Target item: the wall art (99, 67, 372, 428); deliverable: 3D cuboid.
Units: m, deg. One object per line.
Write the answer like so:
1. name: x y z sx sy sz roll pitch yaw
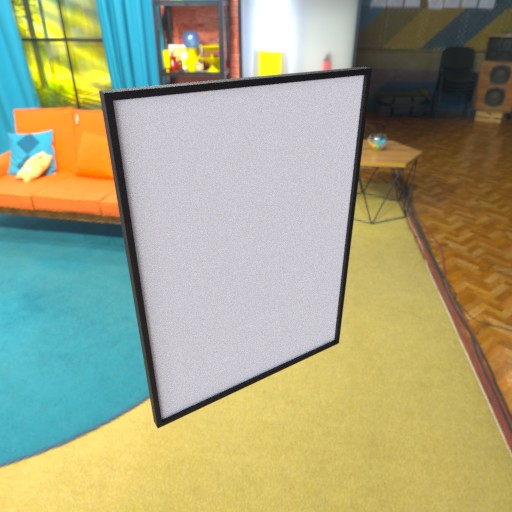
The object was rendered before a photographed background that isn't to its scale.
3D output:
1. wall art: 0.000 0.000 1.420 0.802 1.070 0.036 -17 34 -28
